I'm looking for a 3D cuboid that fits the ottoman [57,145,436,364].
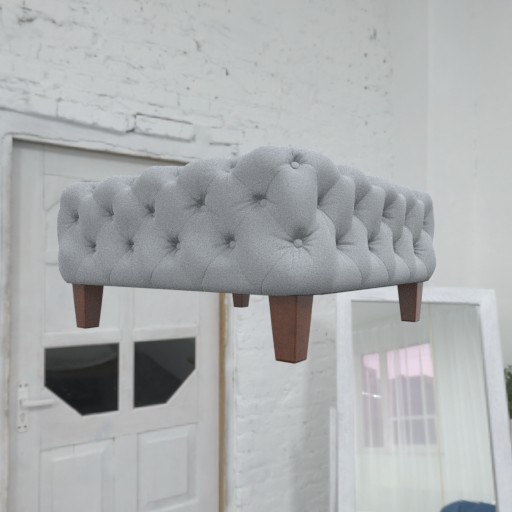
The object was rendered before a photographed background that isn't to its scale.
[{"bbox_3d":[0.000,0.000,1.189,0.758,0.365,0.764,0,-1,37],"label":"ottoman"}]
